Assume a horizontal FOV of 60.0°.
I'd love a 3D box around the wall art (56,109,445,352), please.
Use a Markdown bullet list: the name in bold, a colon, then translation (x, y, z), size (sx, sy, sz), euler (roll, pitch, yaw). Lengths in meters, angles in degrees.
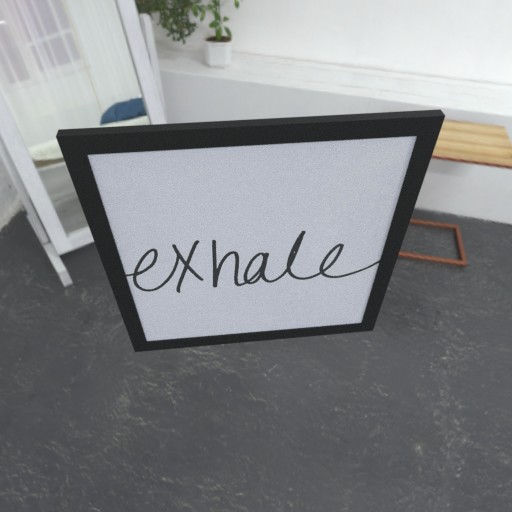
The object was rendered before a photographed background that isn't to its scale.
- **wall art**: translation (0.000, 0.000, 0.538), size (0.358, 0.357, 0.012), euler (-4, 46, -4)
